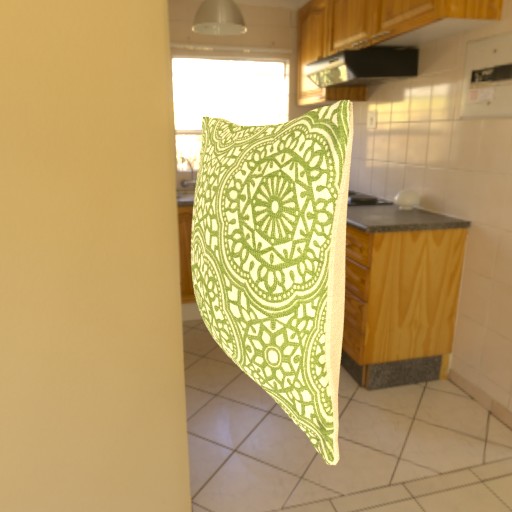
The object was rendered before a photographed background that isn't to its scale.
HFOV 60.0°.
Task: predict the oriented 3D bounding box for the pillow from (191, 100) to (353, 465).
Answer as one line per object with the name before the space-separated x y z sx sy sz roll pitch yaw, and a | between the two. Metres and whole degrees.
pillow | 0.000 0.000 0.668 0.162 0.419 0.440 -7 17 -24
